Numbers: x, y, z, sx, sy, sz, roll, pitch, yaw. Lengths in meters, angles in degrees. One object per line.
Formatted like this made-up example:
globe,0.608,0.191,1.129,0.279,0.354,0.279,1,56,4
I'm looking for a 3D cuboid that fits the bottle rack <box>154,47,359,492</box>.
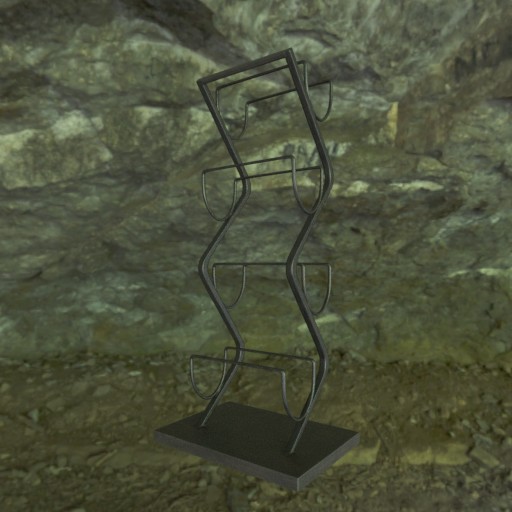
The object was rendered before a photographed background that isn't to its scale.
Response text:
bottle rack,0.000,0.000,0.670,0.254,0.559,0.178,-1,-1,36
